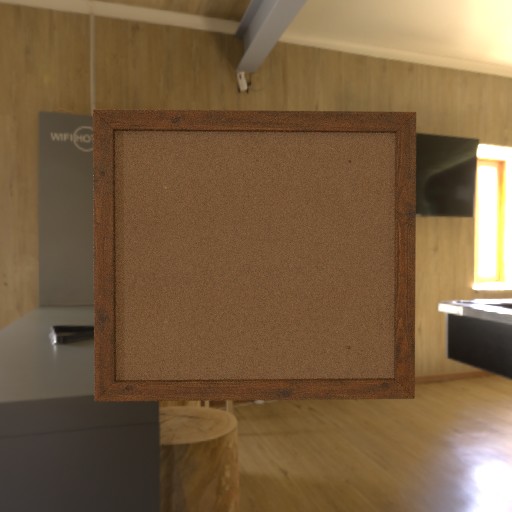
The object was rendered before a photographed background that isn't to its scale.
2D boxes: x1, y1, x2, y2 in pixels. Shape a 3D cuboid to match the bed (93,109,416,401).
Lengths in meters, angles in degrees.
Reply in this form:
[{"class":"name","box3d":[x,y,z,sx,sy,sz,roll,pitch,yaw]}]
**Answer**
[{"class":"bed","box3d":[0.000,0.000,1.463,1.046,0.942,0.046,0,1,-2]}]
